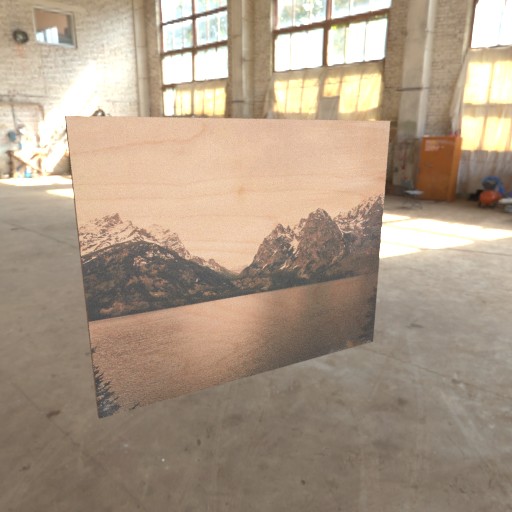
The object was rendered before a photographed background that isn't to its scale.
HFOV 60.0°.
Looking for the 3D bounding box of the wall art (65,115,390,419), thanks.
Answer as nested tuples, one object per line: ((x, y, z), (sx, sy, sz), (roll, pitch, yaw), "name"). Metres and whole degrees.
((0.000, 0.000, 0.690), (0.508, 0.408, 0.010), (-8, 18, -27), "wall art")
